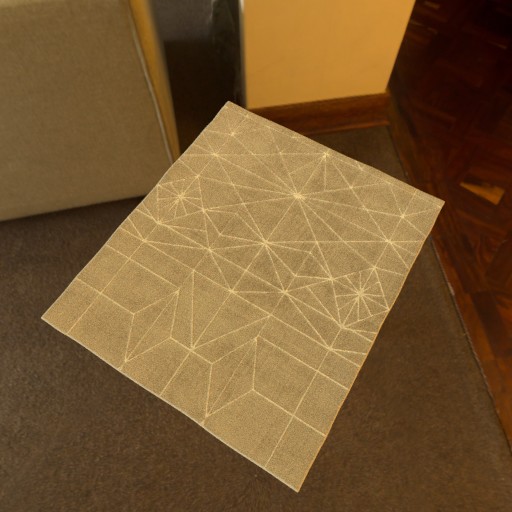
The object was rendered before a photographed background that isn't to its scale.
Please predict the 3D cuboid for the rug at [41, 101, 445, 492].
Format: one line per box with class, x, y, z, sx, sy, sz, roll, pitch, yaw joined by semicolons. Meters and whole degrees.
rug;0.000;0.000;0.880;0.548;0.006;0.639;29;67;13
